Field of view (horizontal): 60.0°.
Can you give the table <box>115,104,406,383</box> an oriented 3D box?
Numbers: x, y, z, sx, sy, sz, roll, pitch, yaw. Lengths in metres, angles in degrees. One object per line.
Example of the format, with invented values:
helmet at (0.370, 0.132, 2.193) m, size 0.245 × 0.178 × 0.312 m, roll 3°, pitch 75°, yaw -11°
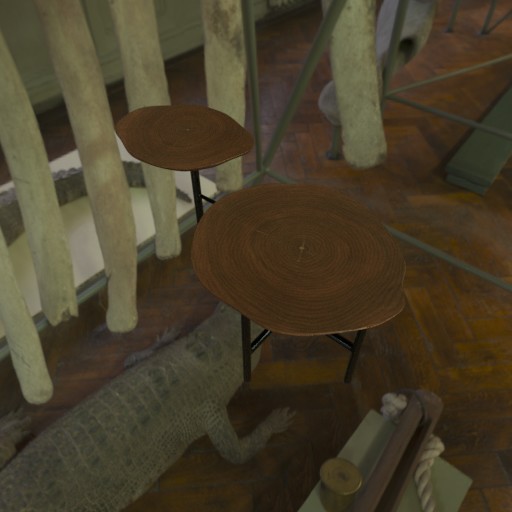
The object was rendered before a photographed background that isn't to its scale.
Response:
table at (0.000, 0.000, 1.115) m, size 0.759 × 0.538 × 0.442 m, roll 31°, pitch 54°, yaw 26°
